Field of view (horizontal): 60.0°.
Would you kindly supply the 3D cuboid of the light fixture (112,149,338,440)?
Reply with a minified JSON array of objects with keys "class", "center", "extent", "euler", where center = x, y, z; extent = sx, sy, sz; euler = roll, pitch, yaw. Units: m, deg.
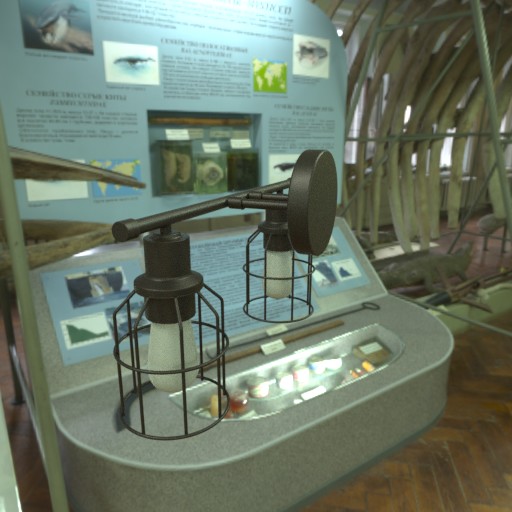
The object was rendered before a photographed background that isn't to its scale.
[{"class":"light fixture","center":[0.000,0.000,0.539],"extent":[0.165,0.254,0.406],"euler":[7,17,24]}]
